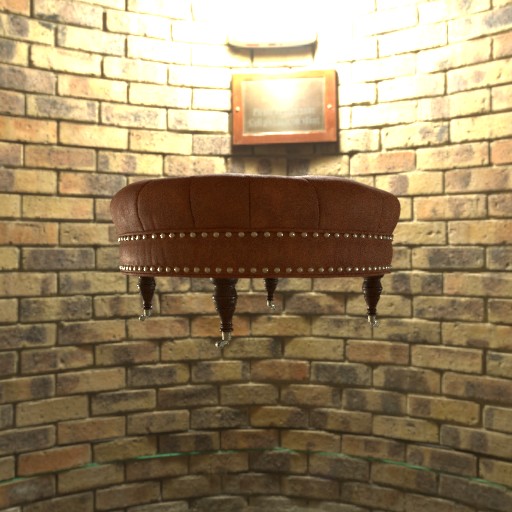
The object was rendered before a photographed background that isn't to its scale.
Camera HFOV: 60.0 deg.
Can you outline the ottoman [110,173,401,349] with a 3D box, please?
[{"bbox_3d":[0.000,0.000,1.442,0.901,0.444,0.901,0,0,0],"label":"ottoman"}]
